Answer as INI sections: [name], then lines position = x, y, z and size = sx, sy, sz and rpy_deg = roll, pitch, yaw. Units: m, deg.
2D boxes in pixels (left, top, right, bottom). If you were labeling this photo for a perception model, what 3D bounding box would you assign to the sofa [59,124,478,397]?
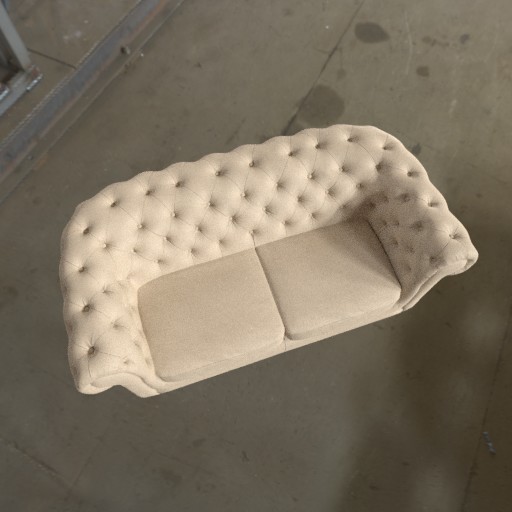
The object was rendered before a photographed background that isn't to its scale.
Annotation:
[sofa]
position = 0.000, 0.000, 2.510
size = 1.988, 0.835, 1.069
rpy_deg = -17, 65, -8
